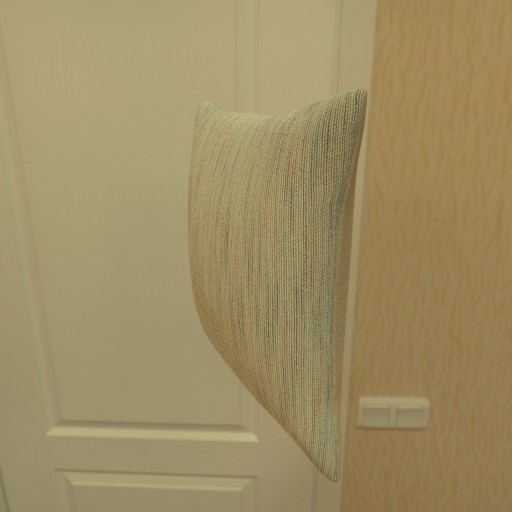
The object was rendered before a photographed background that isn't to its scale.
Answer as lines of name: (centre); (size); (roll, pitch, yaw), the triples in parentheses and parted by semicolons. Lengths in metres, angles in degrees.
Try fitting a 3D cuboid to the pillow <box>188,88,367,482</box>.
pillow: (0.000, 0.000, 0.746); (0.178, 0.506, 0.512); (-9, 20, -25)
